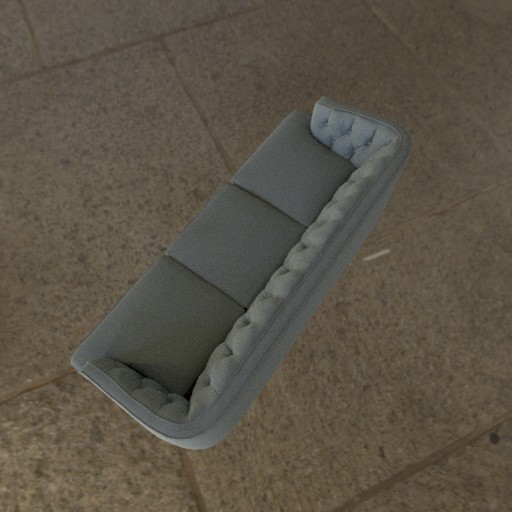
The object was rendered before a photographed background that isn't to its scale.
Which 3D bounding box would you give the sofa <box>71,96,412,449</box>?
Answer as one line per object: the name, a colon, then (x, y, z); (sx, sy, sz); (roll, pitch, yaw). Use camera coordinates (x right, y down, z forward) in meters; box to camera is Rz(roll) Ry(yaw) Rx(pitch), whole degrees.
sofa: (0.000, 0.000, 2.725); (0.941, 0.855, 2.278); (33, 68, 15)
